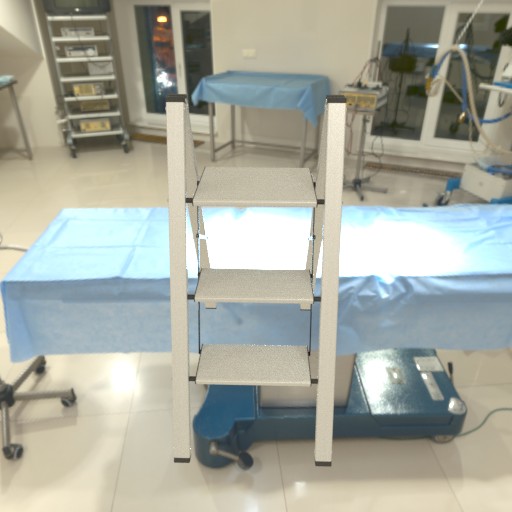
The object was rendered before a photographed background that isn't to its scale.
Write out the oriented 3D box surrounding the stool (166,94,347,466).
[{"bbox_3d":[0.000,0.000,1.306,0.441,0.902,0.730,1,30,1],"label":"stool"}]
